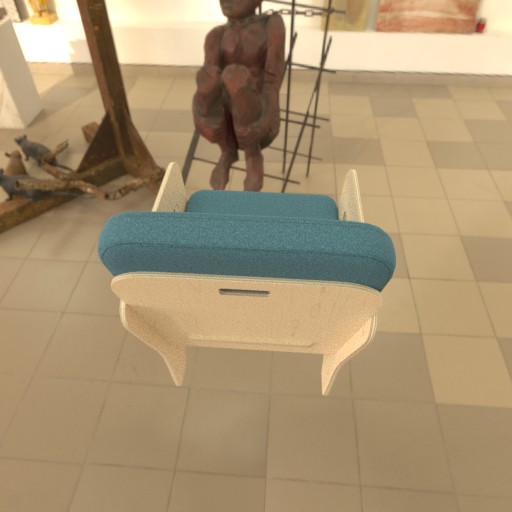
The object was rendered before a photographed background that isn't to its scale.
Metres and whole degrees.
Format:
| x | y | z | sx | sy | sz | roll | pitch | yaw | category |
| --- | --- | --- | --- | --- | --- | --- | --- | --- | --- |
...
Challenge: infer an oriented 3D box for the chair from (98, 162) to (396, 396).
| x | y | z | sx | sy | sz | roll | pitch | yaw | category |
| --- | --- | --- | --- | --- | --- | --- | --- | --- | --- |
| 0.000 | 0.000 | 1.160 | 0.547 | 0.747 | 0.657 | 3 | 46 | 3 | chair |
